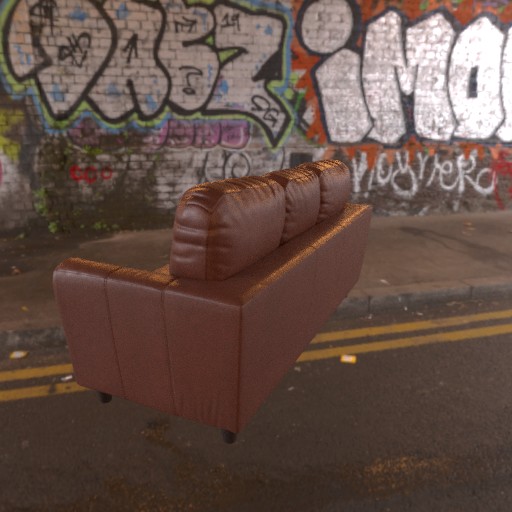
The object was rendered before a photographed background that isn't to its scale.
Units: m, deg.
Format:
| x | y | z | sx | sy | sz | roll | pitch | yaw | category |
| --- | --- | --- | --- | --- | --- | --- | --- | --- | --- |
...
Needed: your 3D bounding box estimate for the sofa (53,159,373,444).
| x | y | z | sx | sy | sz | roll | pitch | yaw | category |
| --- | --- | --- | --- | --- | --- | --- | --- | --- | --- |
| 0.000 | 0.000 | 2.289 | 0.802 | 0.915 | 1.862 | 8 | 18 | 25 | sofa |
